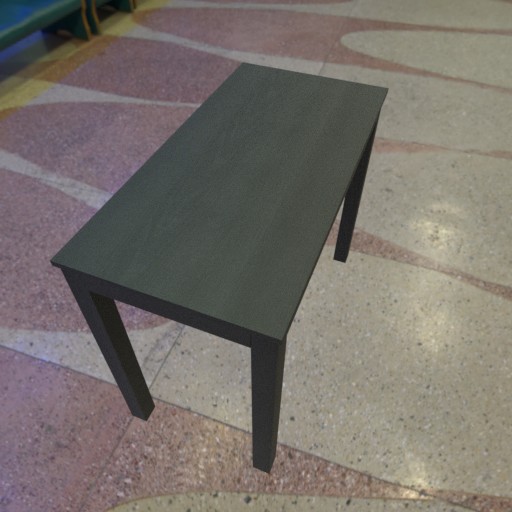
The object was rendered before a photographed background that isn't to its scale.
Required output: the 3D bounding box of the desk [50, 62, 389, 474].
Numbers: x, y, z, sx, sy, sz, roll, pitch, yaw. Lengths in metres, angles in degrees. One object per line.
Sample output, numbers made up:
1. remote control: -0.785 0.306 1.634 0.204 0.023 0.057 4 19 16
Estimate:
1. desk: 0.000 0.000 1.423 0.499 0.762 0.991 17 49 15
